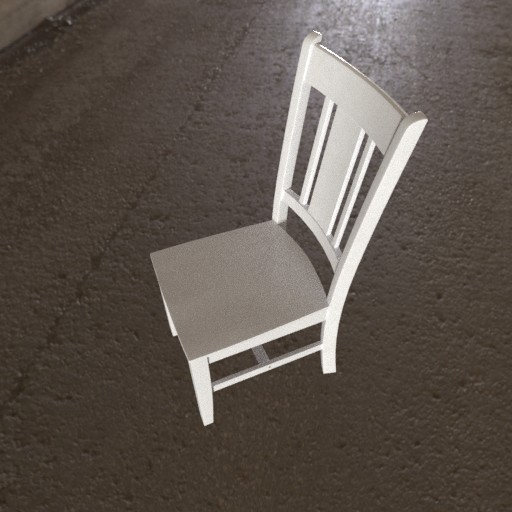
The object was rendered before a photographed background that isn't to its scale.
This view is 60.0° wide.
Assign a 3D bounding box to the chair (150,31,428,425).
[{"bbox_3d":[0.000,0.000,1.268,0.555,0.998,0.450,-17,50,-15],"label":"chair"}]
